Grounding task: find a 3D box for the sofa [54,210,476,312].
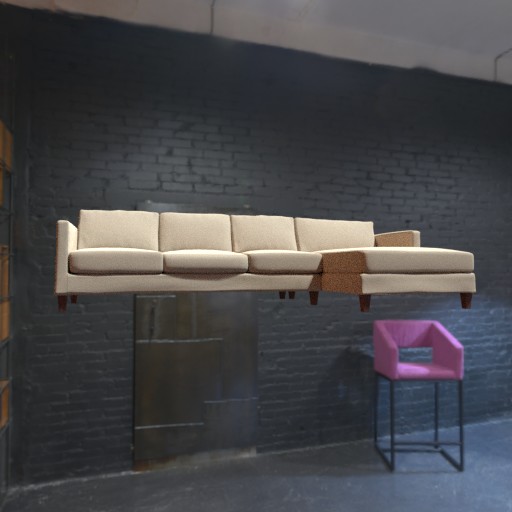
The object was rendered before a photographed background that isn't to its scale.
[{"bbox_3d":[0.000,0.000,3.843,3.186,0.861,1.625,1,-2,-17],"label":"sofa"}]
